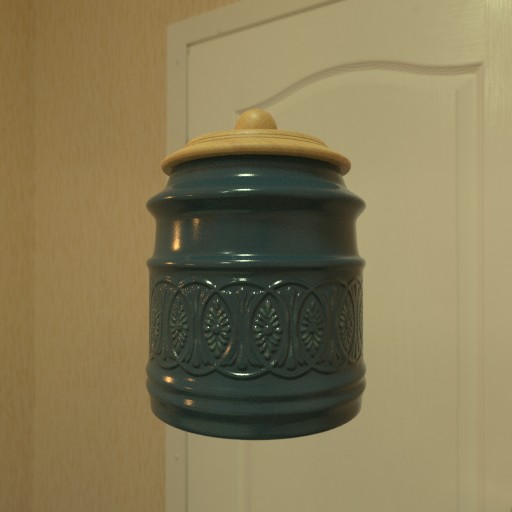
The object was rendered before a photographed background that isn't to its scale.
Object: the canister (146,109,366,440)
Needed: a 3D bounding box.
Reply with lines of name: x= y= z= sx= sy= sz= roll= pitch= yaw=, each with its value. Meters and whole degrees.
canister: x=0.000 y=0.000 z=0.269 sx=0.130 sy=0.176 sz=0.130 roll=0 pitch=0 yaw=0
